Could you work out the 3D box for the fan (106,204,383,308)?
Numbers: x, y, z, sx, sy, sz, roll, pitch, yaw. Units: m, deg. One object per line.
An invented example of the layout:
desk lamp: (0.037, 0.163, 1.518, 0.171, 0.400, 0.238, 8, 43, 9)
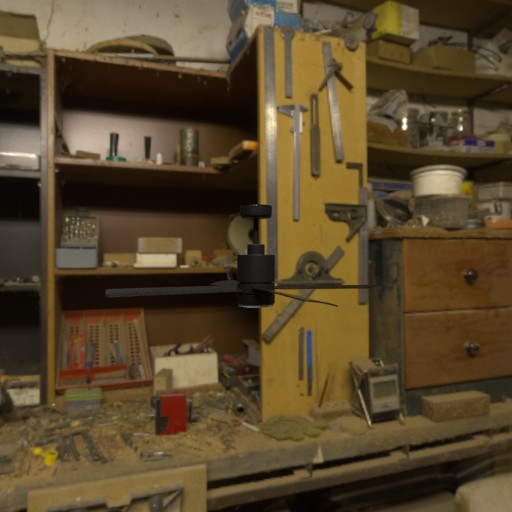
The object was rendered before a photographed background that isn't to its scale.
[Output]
fan: (0.000, 0.000, 2.375, 1.525, 0.534, 1.525, 0, 0, -18)
